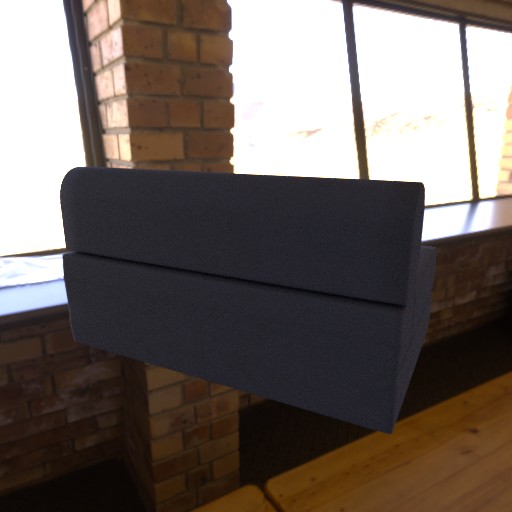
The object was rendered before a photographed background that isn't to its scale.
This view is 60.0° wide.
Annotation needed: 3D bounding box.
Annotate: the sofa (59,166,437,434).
[{"bbox_3d":[0.000,0.000,1.670,1.219,0.660,0.762,8,17,26],"label":"sofa"}]
